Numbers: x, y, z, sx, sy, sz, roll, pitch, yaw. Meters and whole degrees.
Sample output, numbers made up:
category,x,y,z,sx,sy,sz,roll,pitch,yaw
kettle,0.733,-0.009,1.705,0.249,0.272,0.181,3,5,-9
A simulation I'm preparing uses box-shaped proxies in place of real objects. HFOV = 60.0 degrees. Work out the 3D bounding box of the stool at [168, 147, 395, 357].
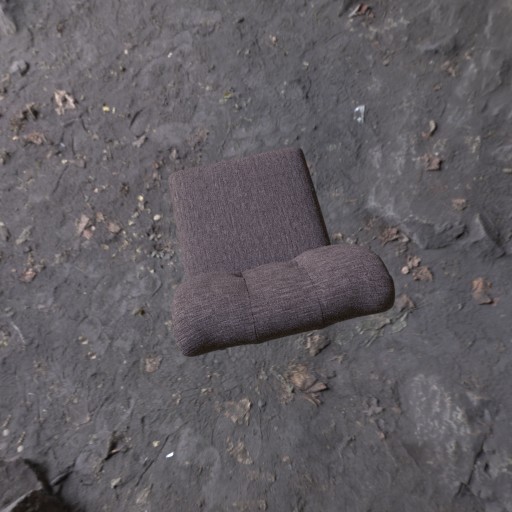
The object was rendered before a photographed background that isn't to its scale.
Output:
category,x,y,z,sx,sy,sz,roll,pitch,yaw
stool,0.000,0.000,1.448,0.452,1.131,0.613,-13,76,-3
